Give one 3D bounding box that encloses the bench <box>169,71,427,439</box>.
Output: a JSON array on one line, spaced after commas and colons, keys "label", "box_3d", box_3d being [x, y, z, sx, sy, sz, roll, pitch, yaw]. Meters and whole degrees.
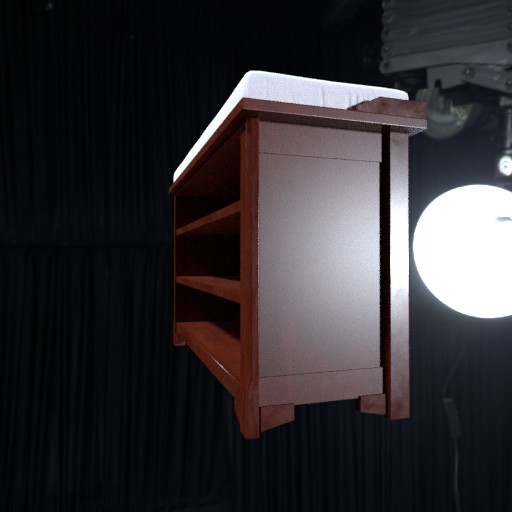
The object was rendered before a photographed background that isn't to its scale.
[{"label": "bench", "box_3d": [0.000, 0.000, 1.262, 0.369, 0.646, 0.987, 0, -1, -18]}]
